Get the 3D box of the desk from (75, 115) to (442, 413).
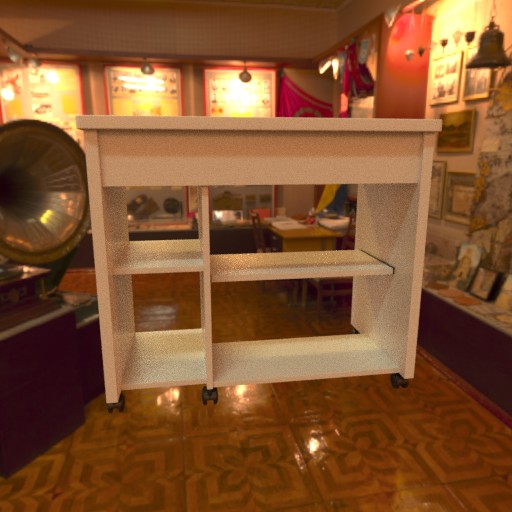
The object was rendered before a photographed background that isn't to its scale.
[{"bbox_3d":[0.000,0.000,1.332,0.877,0.763,0.475,-2,13,-9],"label":"desk"}]
